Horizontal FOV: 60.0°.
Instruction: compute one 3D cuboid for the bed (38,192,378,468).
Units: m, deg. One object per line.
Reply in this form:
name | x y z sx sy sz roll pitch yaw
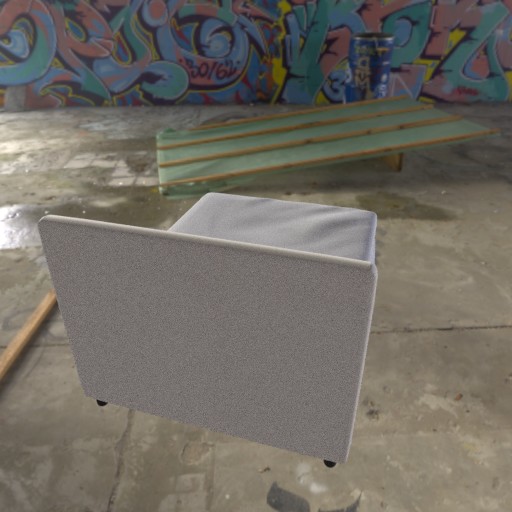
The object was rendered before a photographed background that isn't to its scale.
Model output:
bed | 0.000 0.000 3.170 1.713 1.330 2.142 9 31 15
